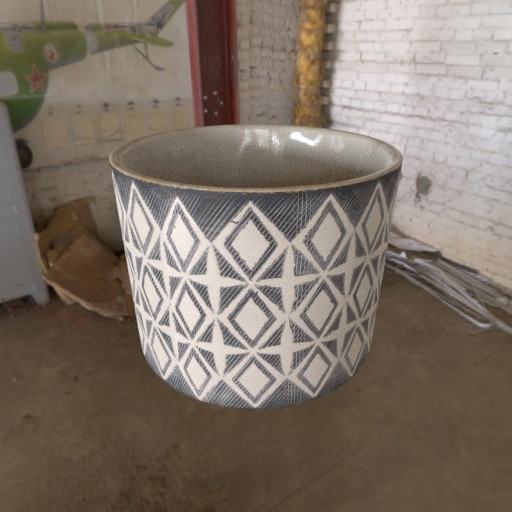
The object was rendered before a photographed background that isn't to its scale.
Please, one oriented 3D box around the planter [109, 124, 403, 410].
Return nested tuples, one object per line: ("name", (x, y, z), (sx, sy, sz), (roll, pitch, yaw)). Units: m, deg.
("planter", (0.000, 0.000, 0.338), (0.192, 0.165, 0.192), (0, 26, 0))
